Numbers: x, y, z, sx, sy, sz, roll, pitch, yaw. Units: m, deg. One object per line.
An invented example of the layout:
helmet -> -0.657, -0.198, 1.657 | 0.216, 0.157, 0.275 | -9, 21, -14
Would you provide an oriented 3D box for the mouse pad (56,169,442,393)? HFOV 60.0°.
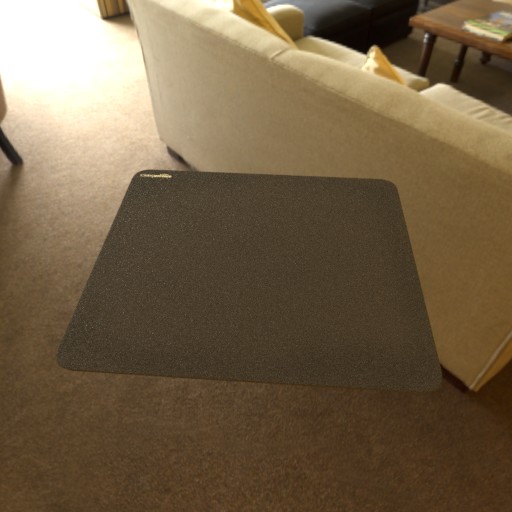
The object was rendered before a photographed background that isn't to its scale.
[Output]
mouse pad -> 0.000, 0.000, 0.636 | 0.451, 0.002, 0.393 | 3, 46, 3
